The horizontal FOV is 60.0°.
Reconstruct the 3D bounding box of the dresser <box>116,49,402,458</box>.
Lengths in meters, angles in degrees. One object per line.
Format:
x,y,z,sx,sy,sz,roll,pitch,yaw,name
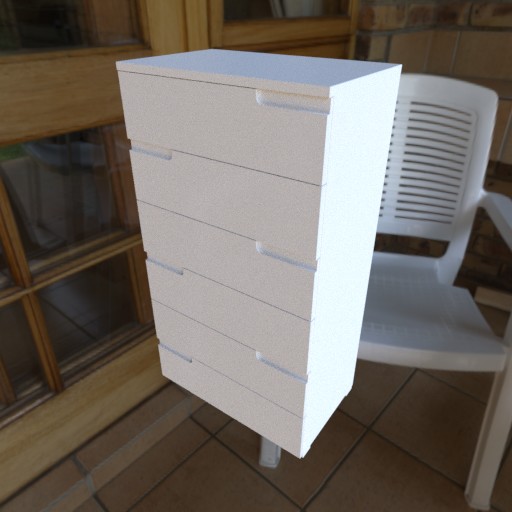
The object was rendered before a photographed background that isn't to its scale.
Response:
0.000,0.000,1.479,0.650,1.190,0.400,20,36,30,dresser
